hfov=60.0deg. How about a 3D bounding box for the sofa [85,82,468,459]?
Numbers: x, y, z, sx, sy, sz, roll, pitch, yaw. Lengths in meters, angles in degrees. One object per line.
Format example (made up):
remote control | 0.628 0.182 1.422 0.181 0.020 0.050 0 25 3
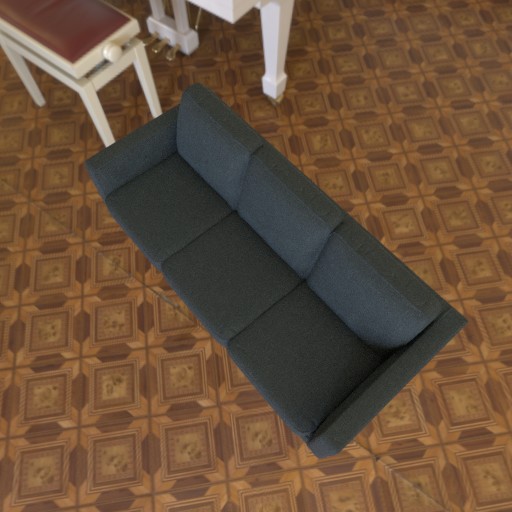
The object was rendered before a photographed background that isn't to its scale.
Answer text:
sofa | 0.000 0.000 2.505 0.935 0.945 2.013 -38 70 -17
